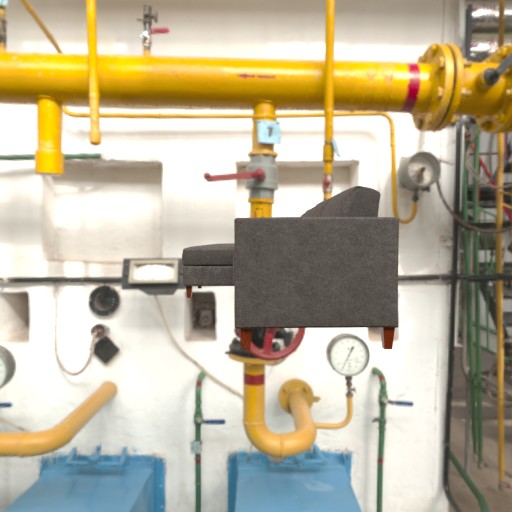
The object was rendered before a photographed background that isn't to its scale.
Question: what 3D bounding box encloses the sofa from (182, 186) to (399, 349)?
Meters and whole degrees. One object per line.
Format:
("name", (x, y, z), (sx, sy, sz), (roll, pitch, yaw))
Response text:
("sofa", (0.000, 0.000, 4.172), (1.606, 0.954, 3.471), (0, 2, -1))
